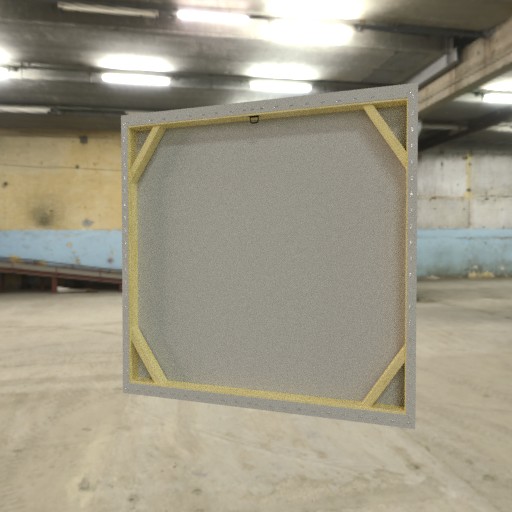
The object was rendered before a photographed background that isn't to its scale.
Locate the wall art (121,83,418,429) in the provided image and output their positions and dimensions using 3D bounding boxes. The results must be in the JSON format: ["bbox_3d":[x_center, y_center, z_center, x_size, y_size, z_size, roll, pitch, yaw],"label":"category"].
[{"bbox_3d":[0.000,0.000,0.895,0.610,0.610,0.038,0,1,19],"label":"wall art"}]
